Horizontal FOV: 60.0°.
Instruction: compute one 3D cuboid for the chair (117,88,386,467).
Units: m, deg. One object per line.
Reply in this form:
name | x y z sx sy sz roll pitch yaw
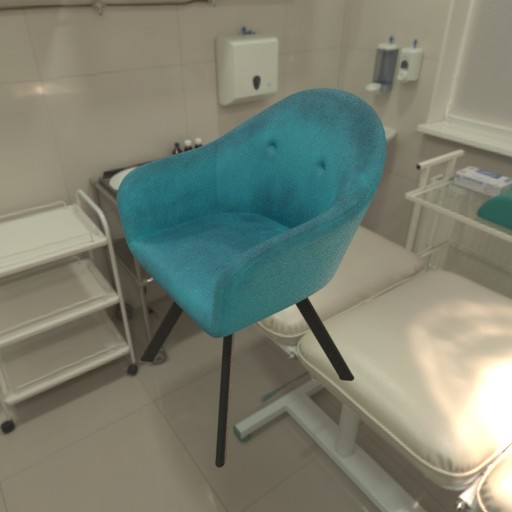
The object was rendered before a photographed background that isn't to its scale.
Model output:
chair | 0.000 0.000 1.173 0.570 0.780 0.540 -22 38 -30
